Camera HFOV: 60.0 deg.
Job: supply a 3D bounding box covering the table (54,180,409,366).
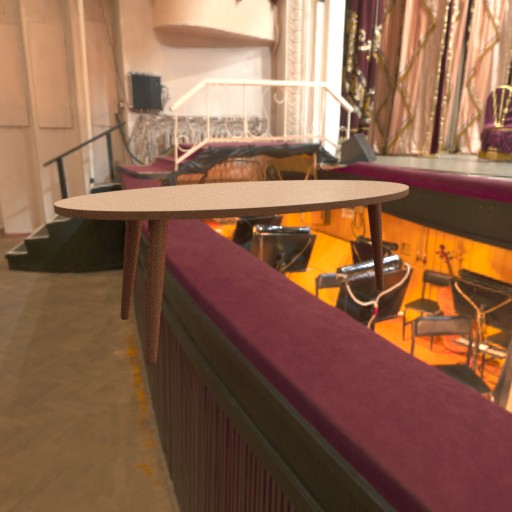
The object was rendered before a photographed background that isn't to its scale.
[{"bbox_3d":[0.000,0.000,1.346,1.083,0.390,0.542,-8,17,-26],"label":"table"}]
